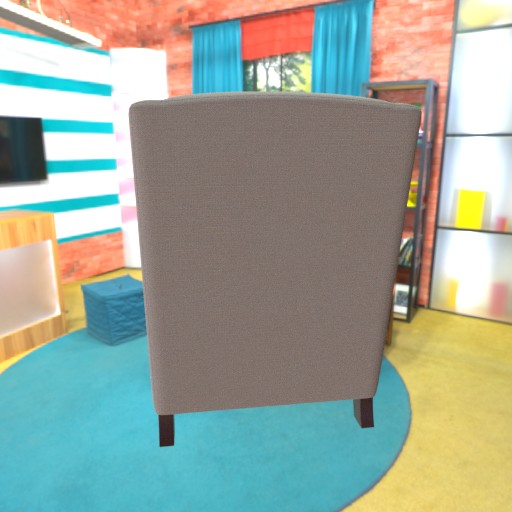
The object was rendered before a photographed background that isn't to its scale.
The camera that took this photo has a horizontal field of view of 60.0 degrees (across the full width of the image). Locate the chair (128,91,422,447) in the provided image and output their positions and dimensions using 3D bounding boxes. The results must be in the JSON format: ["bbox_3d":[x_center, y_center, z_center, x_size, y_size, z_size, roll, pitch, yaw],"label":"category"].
[{"bbox_3d":[0.000,0.000,1.577,0.715,1.017,0.896,-2,14,-8],"label":"chair"}]
